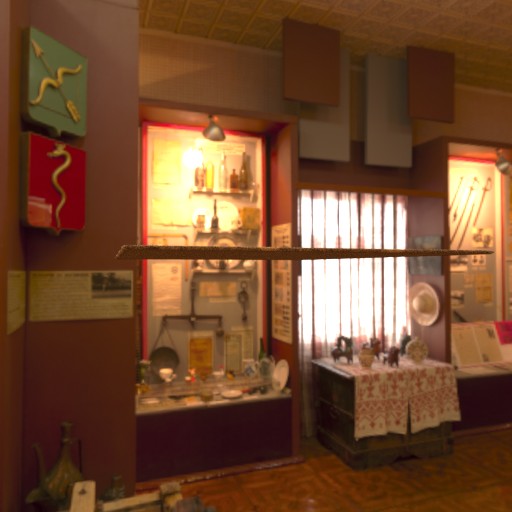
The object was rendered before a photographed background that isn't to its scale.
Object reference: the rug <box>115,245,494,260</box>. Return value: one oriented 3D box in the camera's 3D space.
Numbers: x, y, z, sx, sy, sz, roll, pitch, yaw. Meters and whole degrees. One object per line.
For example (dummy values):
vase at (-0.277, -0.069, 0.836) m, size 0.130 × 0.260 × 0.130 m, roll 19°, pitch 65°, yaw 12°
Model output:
rug at (0.000, 0.000, 4.009) m, size 2.399 × 0.026 × 3.000 m, roll 0°, pitch -1°, yaw -18°
